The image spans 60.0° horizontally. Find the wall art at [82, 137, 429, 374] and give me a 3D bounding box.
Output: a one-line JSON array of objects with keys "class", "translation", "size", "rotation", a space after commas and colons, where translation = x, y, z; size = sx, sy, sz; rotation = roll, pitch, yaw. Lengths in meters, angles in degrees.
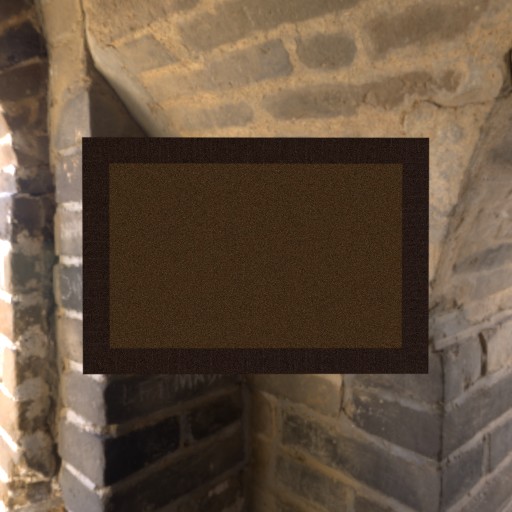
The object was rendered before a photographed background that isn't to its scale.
[{"class": "wall art", "translation": [0.000, 0.000, 1.182], "size": [0.917, 0.626, 0.019], "rotation": [0, 0, 0]}]
